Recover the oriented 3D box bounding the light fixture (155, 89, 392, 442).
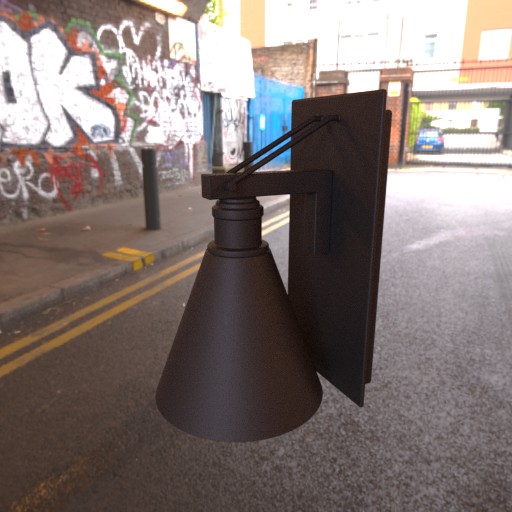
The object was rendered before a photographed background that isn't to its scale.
[{"bbox_3d":[0.000,0.000,0.428,0.207,0.298,0.170,-8,17,-25],"label":"light fixture"}]
